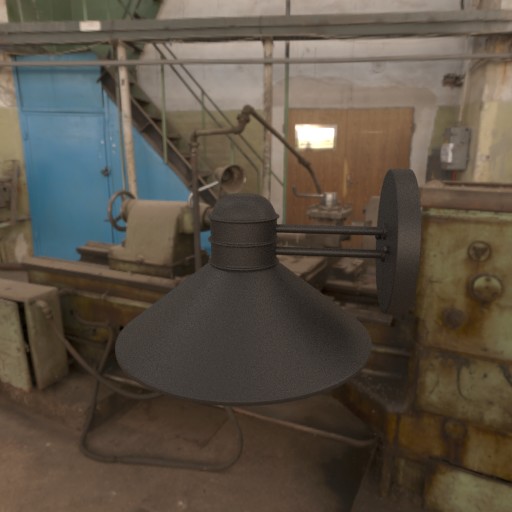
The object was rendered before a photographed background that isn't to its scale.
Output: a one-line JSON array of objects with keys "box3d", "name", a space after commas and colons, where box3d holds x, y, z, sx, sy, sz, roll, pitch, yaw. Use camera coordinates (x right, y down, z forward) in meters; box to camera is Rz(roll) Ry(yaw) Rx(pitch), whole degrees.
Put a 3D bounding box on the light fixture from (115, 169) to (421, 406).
[{"box3d": [0.000, 0.000, 0.676, 0.434, 0.265, 0.396, 2, 15, 8], "name": "light fixture"}]
